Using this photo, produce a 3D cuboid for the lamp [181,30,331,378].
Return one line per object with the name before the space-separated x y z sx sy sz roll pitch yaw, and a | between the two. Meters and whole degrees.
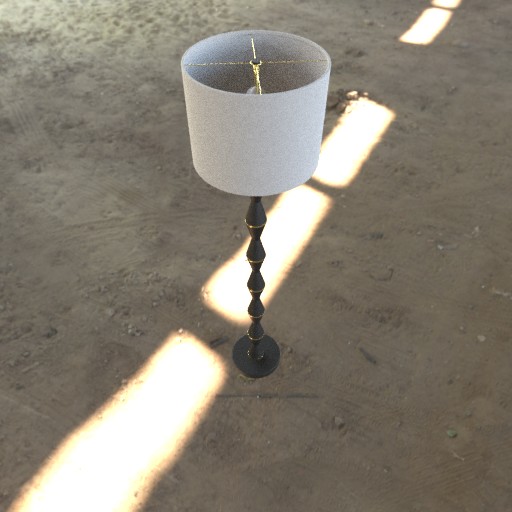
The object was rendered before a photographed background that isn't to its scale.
lamp | 0.000 0.000 1.672 0.381 1.480 0.381 -3 47 -3
